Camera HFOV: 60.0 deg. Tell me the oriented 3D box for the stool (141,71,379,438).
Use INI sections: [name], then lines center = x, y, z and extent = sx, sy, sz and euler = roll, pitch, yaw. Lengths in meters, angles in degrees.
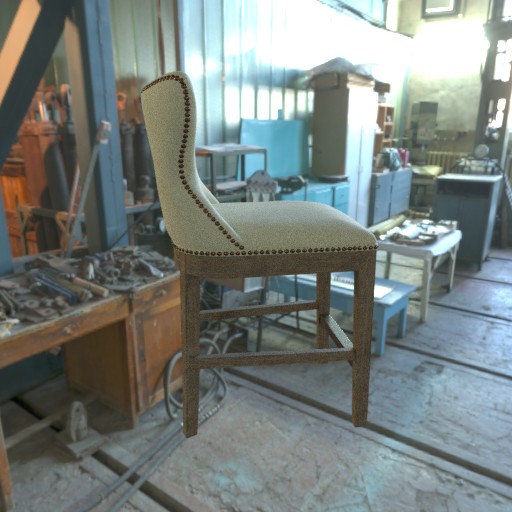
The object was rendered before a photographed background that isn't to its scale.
[stool]
center = 0.000, 0.000, 1.334
extent = 0.608, 0.981, 0.498
euler = -3, 16, -9
